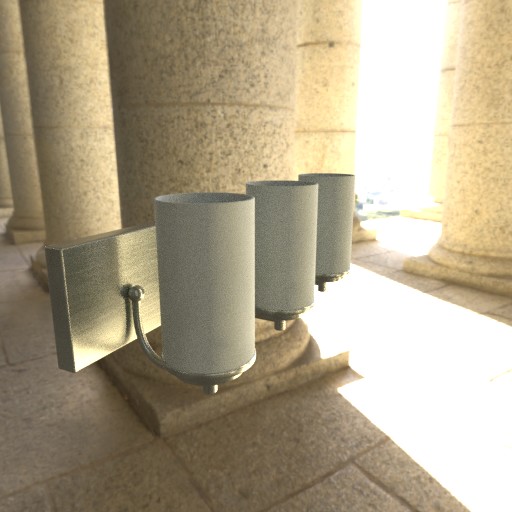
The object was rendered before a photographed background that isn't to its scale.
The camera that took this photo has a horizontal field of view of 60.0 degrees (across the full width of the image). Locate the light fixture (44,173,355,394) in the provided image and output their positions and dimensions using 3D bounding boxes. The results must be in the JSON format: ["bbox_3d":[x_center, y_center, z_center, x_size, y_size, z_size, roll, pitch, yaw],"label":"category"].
[{"bbox_3d":[0.000,0.000,0.522,0.145,0.172,0.451,7,16,26],"label":"light fixture"}]
